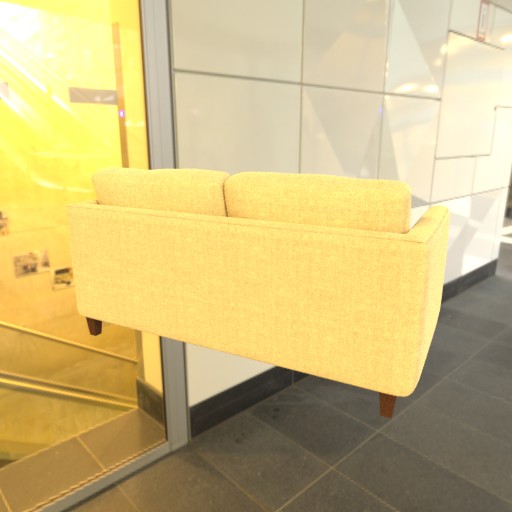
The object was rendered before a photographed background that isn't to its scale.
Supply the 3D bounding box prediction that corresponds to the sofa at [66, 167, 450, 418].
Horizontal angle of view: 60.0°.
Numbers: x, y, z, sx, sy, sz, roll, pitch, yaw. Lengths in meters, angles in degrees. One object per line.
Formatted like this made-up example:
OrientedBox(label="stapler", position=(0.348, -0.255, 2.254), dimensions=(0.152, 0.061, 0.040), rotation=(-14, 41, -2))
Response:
OrientedBox(label="sofa", position=(0.000, 0.000, 2.448), dimensions=(1.884, 0.963, 0.950), rotation=(8, 17, 27))
